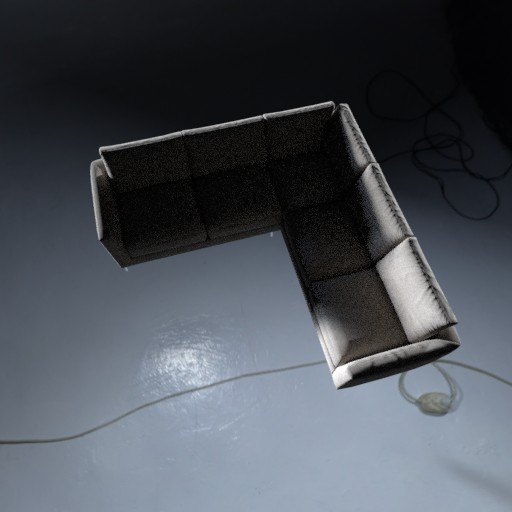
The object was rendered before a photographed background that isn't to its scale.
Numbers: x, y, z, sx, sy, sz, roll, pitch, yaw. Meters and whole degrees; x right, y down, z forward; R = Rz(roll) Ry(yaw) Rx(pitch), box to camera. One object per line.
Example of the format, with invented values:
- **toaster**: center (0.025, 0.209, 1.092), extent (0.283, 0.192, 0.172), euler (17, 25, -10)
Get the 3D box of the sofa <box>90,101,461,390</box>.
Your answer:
- **sofa**: center (0.000, 0.000, 3.727), extent (2.438, 0.864, 2.438), euler (-14, 63, -7)
